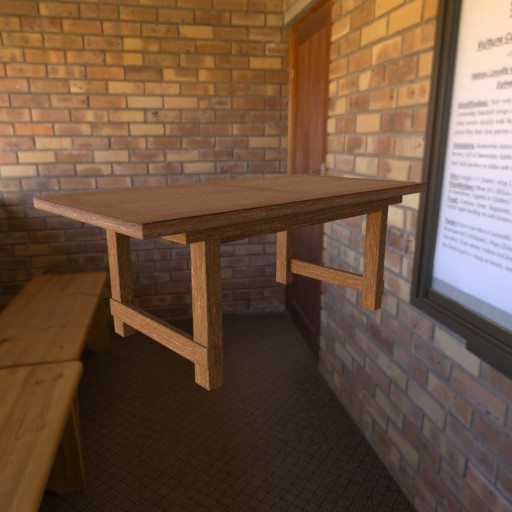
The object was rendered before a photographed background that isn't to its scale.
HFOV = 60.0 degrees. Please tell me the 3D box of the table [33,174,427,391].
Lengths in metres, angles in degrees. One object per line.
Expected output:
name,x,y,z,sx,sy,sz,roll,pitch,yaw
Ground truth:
table,0.000,0.000,2.517,1.982,0.762,1.000,-14,20,-42
